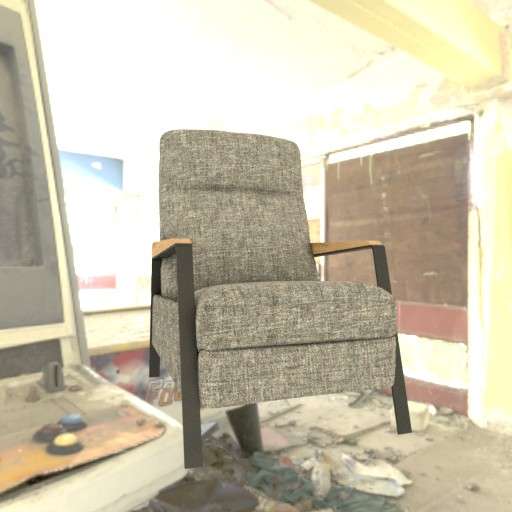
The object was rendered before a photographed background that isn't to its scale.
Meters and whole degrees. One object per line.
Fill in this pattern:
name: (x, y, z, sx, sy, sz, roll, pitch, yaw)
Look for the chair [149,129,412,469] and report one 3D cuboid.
chair: (0.000, 0.000, 1.602, 0.671, 1.042, 0.868, 0, 0, -19)
